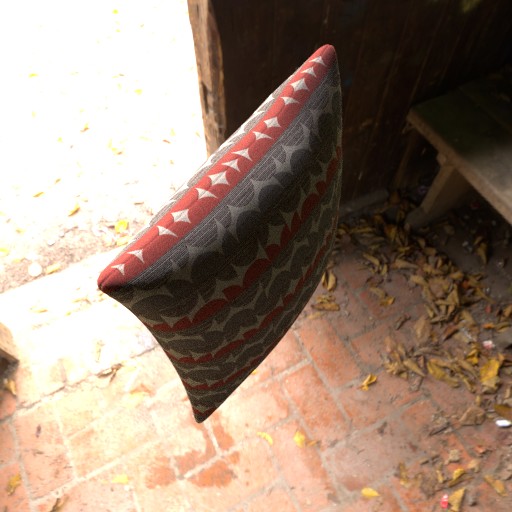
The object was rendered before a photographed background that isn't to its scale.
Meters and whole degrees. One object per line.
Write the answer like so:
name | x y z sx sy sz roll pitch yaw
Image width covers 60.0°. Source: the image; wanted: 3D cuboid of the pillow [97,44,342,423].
pillow | 0.000 0.000 0.632 0.180 0.410 0.420 30 63 17
